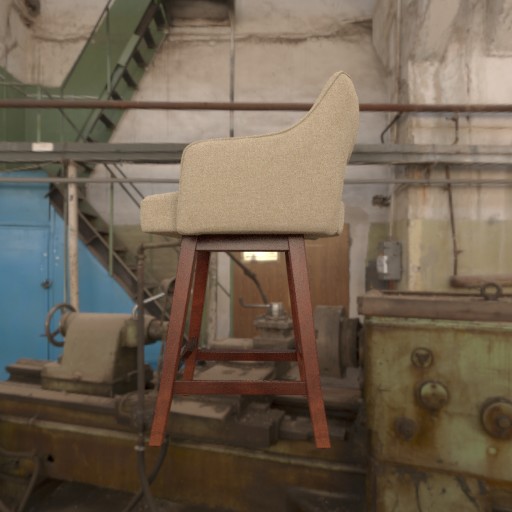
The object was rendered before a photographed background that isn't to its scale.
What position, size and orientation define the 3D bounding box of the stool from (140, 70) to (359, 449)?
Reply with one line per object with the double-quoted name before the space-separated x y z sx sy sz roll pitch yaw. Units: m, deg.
"stool" 0.000 0.000 1.285 0.560 0.936 0.550 0 0 2
